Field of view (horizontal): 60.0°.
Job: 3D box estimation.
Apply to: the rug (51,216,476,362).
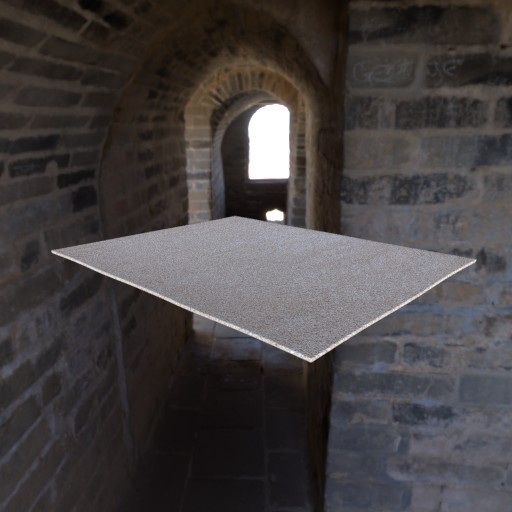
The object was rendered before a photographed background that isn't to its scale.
[{"bbox_3d":[0.000,0.000,4.002,3.000,0.026,2.400,14,21,41],"label":"rug"}]
